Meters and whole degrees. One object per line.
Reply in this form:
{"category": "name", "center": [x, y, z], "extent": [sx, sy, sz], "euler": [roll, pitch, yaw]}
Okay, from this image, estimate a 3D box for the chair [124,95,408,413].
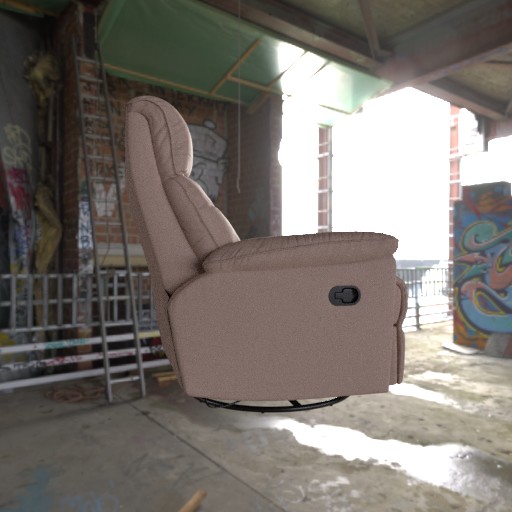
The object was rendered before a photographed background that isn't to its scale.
{"category": "chair", "center": [0.000, 0.000, 1.755], "extent": [1.004, 1.037, 0.820], "euler": [0, 0, -17]}
